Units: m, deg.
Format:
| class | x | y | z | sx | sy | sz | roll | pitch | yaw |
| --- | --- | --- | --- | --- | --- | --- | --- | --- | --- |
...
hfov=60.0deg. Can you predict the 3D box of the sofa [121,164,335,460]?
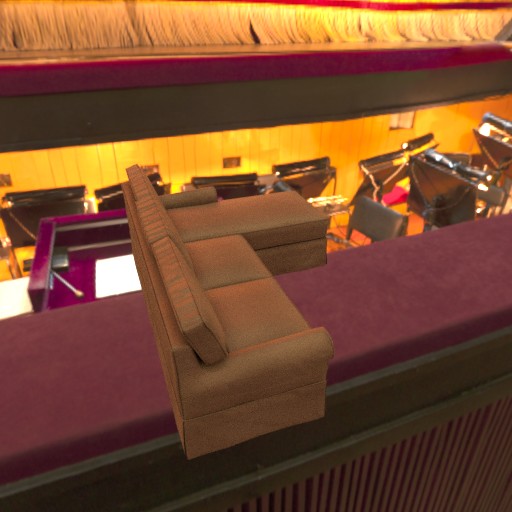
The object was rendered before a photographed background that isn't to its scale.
| class | x | y | z | sx | sy | sz | roll | pitch | yaw |
| --- | --- | --- | --- | --- | --- | --- | --- | --- | --- |
| sofa | 0.000 | 0.000 | 3.453 | 1.733 | 0.978 | 2.475 | -11 | 32 | -18 |
